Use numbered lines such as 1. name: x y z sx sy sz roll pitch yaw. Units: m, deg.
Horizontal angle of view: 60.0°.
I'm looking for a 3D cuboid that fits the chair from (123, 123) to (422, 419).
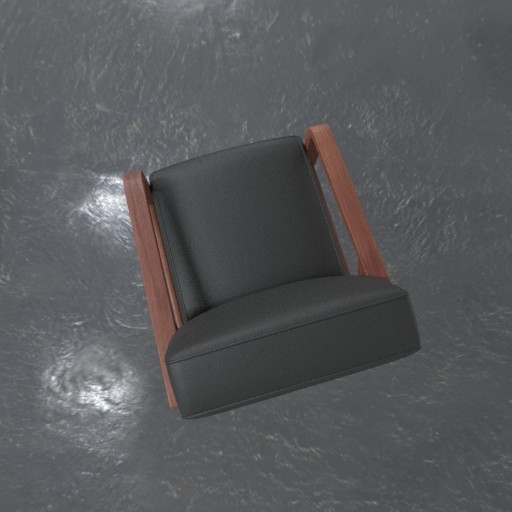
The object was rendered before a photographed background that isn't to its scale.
1. chair: 0.000 0.000 1.495 0.719 0.861 0.889 -15 76 -4
